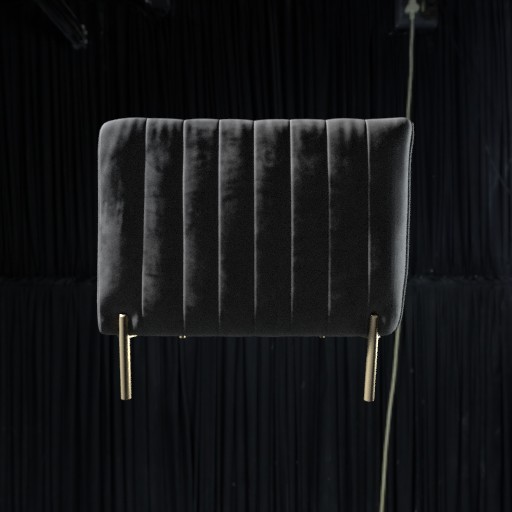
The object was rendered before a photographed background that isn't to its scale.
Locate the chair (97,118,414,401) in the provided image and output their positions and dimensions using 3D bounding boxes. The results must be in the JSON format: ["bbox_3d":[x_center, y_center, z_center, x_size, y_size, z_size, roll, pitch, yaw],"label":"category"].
[{"bbox_3d":[0.000,0.000,1.655,0.873,0.779,0.981,0,0,0],"label":"chair"}]
